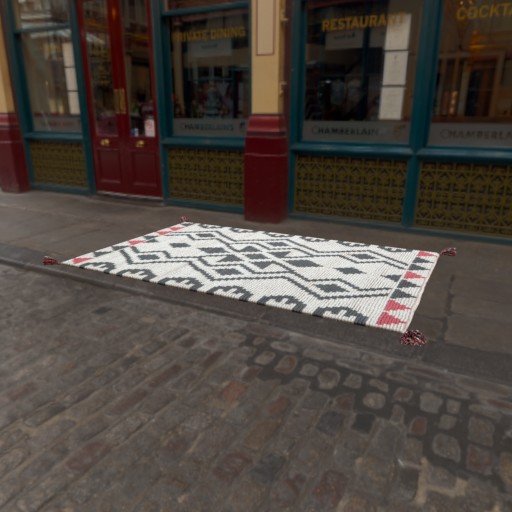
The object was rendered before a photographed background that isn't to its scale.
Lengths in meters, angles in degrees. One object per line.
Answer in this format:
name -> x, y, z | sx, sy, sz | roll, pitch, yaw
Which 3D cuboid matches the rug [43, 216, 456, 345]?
rug -> 0.000, 0.000, 3.342 | 2.672, 0.066, 1.741 | 9, 19, 26
